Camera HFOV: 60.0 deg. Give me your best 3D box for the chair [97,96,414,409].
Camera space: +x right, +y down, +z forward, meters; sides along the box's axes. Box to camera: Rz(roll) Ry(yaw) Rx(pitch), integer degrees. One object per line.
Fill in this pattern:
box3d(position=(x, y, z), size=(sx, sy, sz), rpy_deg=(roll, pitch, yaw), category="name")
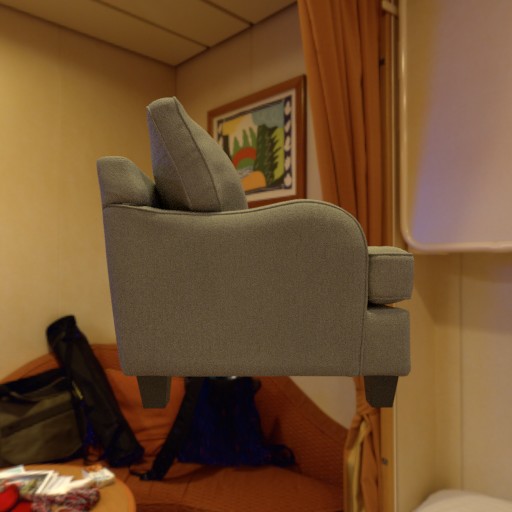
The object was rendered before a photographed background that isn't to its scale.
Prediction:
box3d(position=(0.000, 0.000, 1.999), size=(1.041, 1.016, 1.220), rpy_deg=(0, -1, -1), category="chair")
